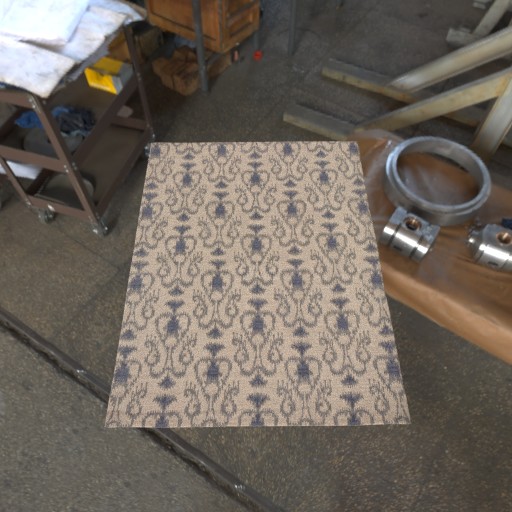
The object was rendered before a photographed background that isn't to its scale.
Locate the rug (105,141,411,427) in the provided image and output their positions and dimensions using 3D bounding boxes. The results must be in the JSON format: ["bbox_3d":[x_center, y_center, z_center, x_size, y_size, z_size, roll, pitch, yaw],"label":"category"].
[{"bbox_3d":[0.000,0.000,4.376,2.437,0.015,3.205,-1,57,0],"label":"rug"}]
